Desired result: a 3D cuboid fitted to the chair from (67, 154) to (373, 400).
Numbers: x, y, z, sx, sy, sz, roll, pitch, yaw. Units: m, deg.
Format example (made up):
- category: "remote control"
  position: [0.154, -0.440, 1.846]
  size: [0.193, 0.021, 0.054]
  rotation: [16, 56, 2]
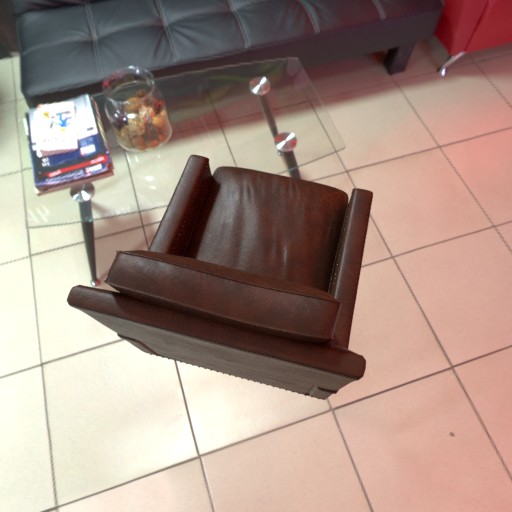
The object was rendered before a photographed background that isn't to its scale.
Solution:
- category: "chair"
  position: [0.000, 0.000, 1.829]
  size: [0.854, 1.054, 1.035]
  rotation: [13, 62, 7]
